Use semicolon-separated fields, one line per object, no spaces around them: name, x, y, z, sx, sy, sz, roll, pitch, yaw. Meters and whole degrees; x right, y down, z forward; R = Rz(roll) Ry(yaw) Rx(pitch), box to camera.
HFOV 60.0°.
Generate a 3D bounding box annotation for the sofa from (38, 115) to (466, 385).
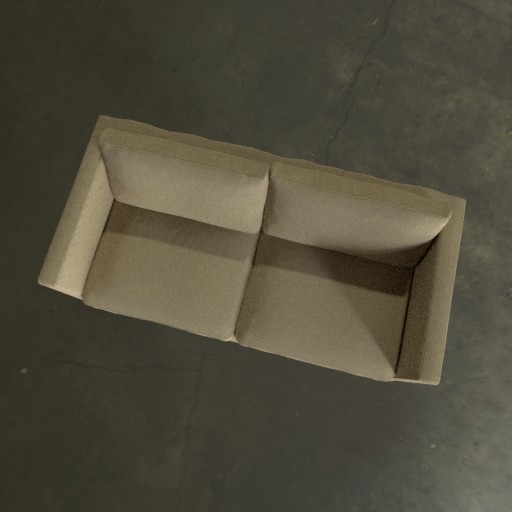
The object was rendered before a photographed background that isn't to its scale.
sofa;0.000;0.000;2.420;1.959;0.835;0.962;14;77;3
